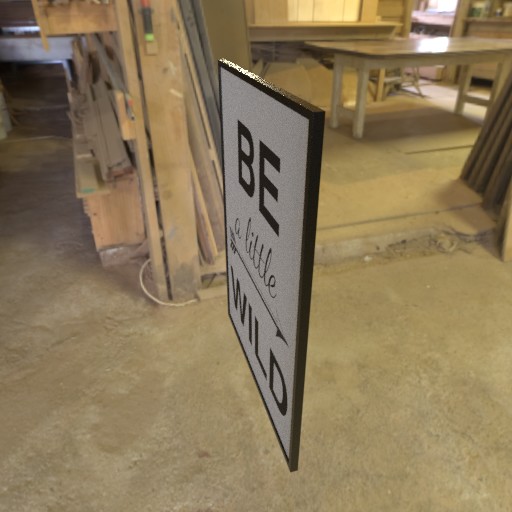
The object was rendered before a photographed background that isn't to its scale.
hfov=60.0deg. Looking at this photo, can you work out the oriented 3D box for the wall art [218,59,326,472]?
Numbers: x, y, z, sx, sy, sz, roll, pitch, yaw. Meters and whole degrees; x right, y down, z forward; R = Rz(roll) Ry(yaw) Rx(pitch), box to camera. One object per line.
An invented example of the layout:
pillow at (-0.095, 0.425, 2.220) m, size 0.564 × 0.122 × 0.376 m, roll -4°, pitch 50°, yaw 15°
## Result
wall art at (0.000, 0.000, 0.772) m, size 0.013 × 0.582 × 0.442 m, roll -9°, pitch 31°, yaw -14°
